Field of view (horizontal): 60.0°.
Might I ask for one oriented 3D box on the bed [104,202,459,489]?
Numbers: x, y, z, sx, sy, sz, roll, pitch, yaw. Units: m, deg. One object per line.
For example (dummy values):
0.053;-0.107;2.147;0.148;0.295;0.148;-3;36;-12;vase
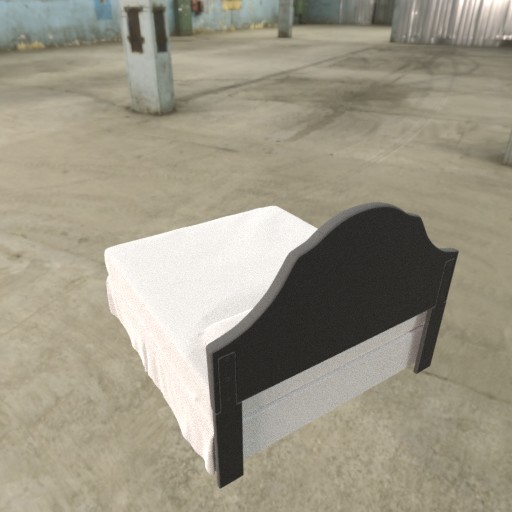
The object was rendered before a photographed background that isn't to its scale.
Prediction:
0.000;0.000;3.566;2.008;1.615;2.214;-17;33;-28;bed
